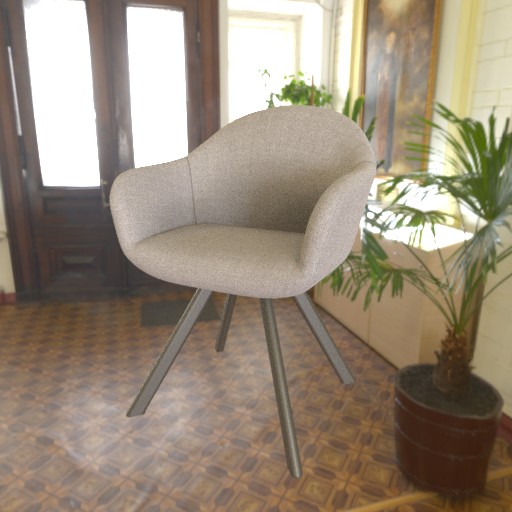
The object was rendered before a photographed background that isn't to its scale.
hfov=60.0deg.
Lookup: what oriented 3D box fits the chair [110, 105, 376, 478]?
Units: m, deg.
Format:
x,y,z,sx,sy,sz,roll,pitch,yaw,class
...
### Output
x,y,z,sx,sy,sz,roll,pitch,yaw,class
0.000,0.000,1.186,0.590,0.795,0.550,8,17,26,chair
